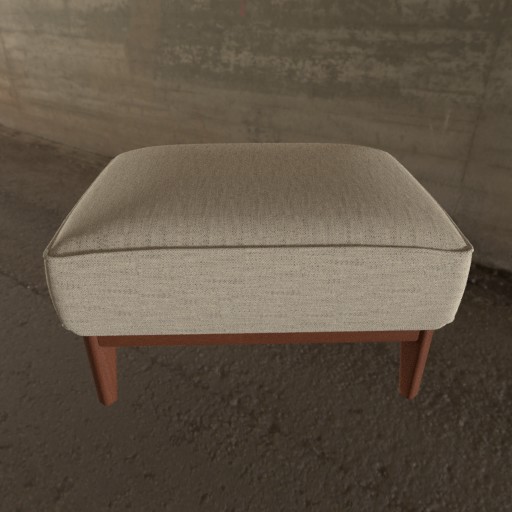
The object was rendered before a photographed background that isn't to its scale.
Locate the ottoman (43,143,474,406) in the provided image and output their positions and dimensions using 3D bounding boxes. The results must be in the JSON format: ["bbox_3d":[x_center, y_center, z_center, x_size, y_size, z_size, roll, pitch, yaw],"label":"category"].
[{"bbox_3d":[0.000,0.000,1.112,0.794,0.465,0.594,-1,30,-1],"label":"ottoman"}]
